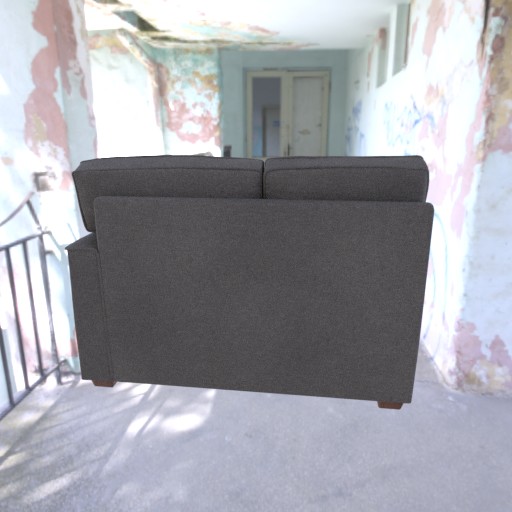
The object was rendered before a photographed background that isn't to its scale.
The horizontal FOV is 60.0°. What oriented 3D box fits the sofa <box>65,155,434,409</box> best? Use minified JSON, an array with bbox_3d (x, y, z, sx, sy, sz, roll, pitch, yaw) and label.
[{"bbox_3d":[0.000,0.000,2.124,1.388,0.989,0.991,2,16,7],"label":"sofa"}]
